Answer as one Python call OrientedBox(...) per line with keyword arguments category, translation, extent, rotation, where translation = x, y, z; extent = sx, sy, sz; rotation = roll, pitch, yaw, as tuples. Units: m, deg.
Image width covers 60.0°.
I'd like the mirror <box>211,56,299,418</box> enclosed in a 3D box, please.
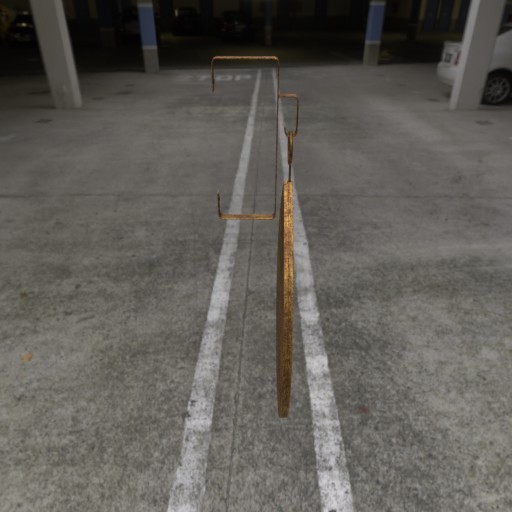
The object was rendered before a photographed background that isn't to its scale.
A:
OrientedBox(category="mirror", translation=(0.000, 0.000, 0.903), extent=(0.144, 0.744, 0.405), rotation=(1, 31, 1))
